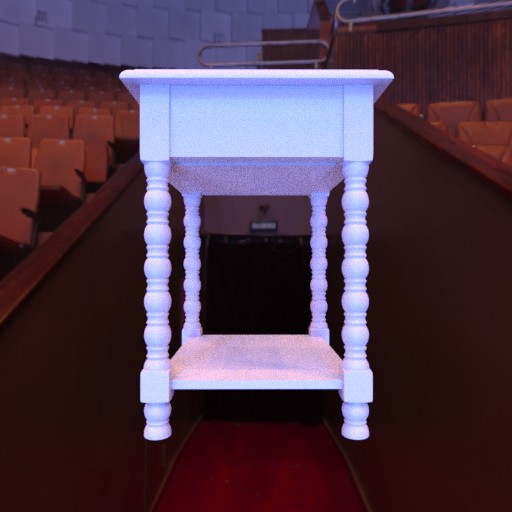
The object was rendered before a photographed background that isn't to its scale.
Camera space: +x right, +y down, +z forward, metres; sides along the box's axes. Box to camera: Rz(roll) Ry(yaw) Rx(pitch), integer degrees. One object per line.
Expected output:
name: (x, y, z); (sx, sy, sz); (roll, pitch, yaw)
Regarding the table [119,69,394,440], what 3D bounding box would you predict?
table: (0.000, 0.000, 0.843); (0.381, 0.531, 0.460); (0, 0, 0)
